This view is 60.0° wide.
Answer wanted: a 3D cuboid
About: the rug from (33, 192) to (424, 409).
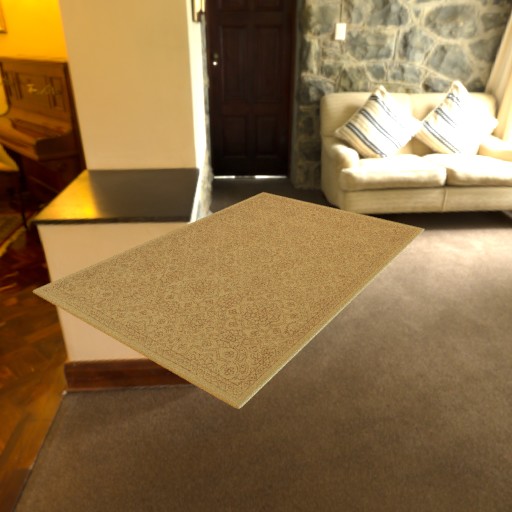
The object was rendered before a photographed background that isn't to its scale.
[{"bbox_3d":[0.000,0.000,2.378,1.219,0.010,1.829,18,31,32],"label":"rug"}]
